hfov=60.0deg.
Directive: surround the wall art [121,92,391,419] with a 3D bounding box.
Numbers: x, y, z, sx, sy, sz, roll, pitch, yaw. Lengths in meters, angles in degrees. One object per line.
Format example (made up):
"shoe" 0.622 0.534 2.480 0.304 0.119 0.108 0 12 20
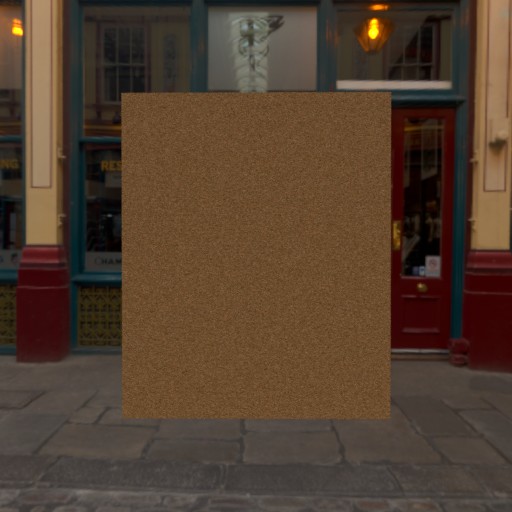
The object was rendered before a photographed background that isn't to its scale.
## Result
"wall art" 0.000 0.000 0.787 0.467 0.567 0.033 0 0 1
